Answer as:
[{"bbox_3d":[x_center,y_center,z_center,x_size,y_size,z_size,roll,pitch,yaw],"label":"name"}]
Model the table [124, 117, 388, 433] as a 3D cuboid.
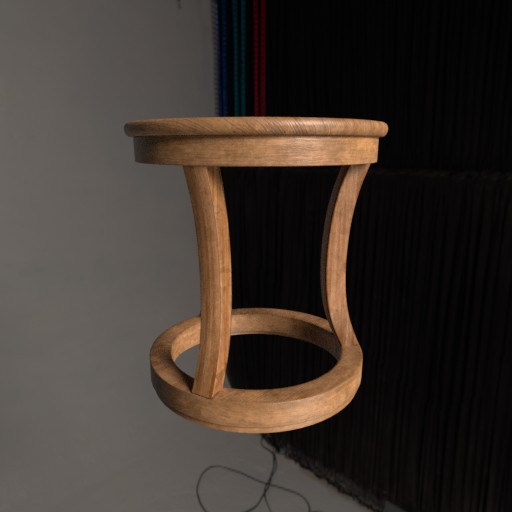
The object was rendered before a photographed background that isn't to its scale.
[{"bbox_3d":[0.000,0.000,0.808,0.432,0.460,0.432,0,14,0],"label":"table"}]
